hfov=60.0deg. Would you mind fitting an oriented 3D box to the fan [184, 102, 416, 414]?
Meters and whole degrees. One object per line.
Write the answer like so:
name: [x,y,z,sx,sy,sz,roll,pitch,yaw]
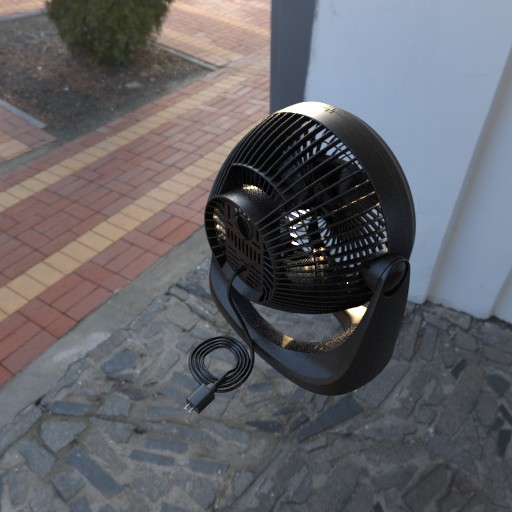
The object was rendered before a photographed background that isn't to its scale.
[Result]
fan: [0.000,0.000,0.480,0.256,0.277,0.273,-28,48,-28]
